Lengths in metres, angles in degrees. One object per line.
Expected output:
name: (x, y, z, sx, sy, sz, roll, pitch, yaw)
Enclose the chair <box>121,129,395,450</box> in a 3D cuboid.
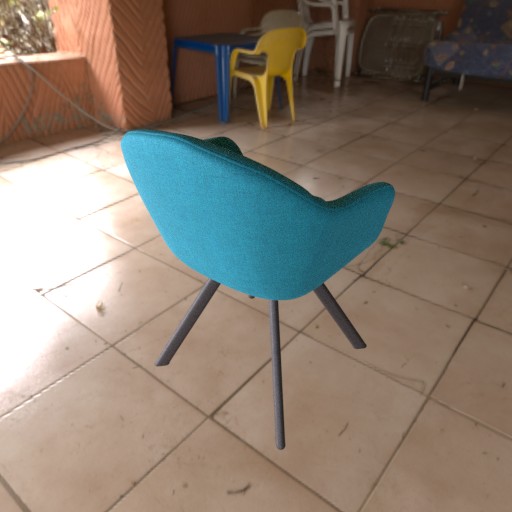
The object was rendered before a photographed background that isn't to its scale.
chair: (0.000, 0.000, 1.166, 0.545, 0.775, 0.565, 22, 38, 32)
